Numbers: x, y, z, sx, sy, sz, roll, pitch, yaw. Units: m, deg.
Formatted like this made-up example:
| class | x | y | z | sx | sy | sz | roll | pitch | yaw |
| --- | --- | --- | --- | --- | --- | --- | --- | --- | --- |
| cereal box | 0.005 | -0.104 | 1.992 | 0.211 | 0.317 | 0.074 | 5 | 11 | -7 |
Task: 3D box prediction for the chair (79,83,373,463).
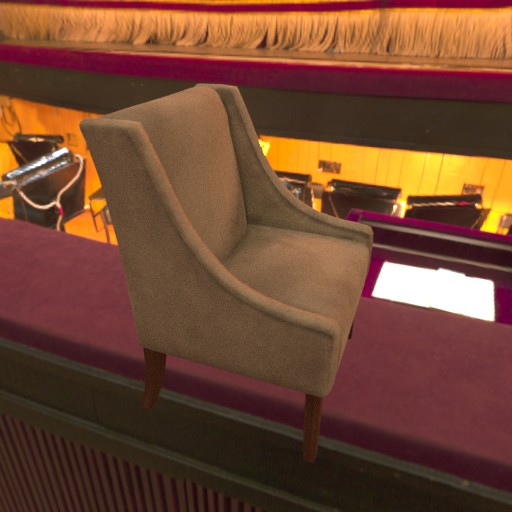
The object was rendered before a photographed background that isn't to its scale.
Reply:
| class | x | y | z | sx | sy | sz | roll | pitch | yaw |
| --- | --- | --- | --- | --- | --- | --- | --- | --- | --- |
| chair | 0.000 | 0.000 | 1.345 | 0.629 | 0.895 | 0.629 | 11 | 31 | 18 |
